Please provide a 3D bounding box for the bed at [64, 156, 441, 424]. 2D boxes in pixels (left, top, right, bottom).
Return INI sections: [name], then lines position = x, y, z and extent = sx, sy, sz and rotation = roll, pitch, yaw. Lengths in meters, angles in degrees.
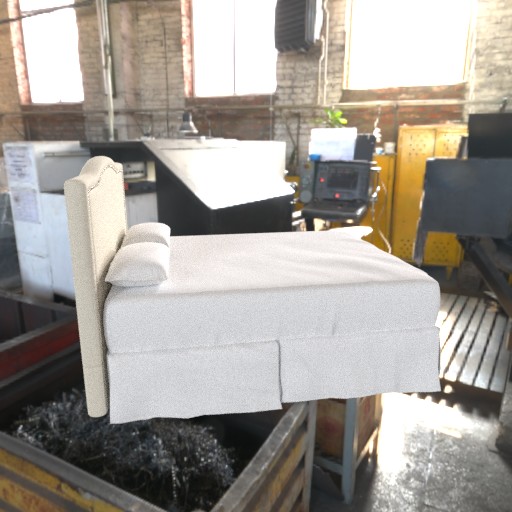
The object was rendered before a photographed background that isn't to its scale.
[bed]
position = 0.000, 0.000, 3.267
extent = 2.196, 1.449, 1.741
rotation = -3, 15, -10
